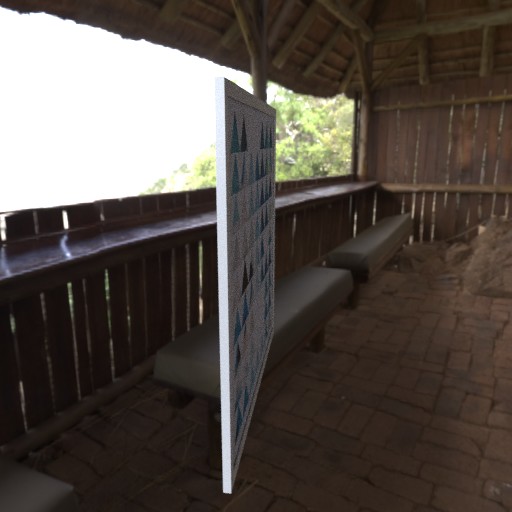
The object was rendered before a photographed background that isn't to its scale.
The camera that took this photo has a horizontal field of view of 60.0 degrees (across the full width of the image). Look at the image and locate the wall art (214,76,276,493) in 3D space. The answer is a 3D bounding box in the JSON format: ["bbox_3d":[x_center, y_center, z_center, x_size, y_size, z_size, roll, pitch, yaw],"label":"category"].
[{"bbox_3d":[0.000,0.000,0.830,0.012,0.557,0.557,2,15,8],"label":"wall art"}]
